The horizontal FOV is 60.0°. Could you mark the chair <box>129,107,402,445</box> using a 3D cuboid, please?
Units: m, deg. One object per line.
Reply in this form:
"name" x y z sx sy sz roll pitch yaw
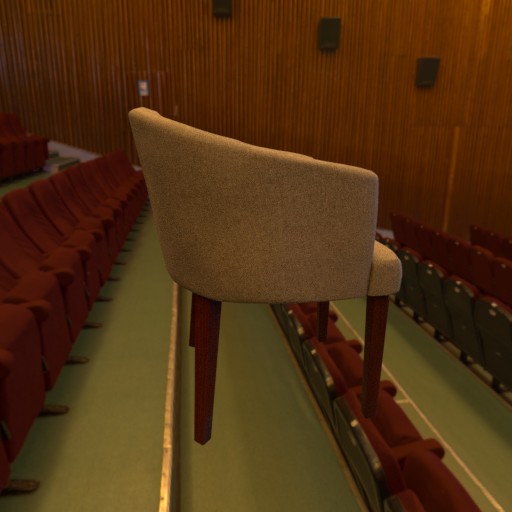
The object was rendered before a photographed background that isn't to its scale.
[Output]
"chair" 0.000 0.000 1.285 0.655 0.811 0.583 -3 16 -9
